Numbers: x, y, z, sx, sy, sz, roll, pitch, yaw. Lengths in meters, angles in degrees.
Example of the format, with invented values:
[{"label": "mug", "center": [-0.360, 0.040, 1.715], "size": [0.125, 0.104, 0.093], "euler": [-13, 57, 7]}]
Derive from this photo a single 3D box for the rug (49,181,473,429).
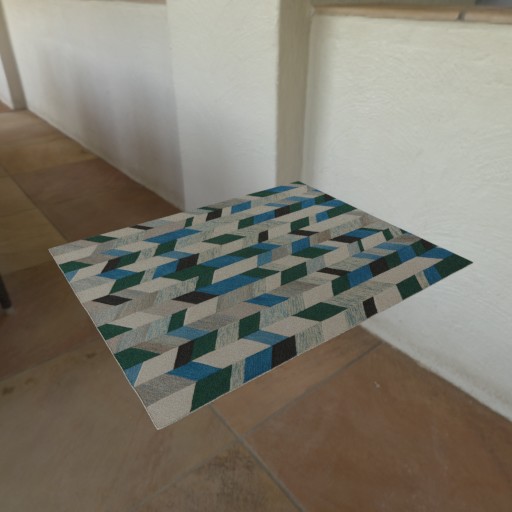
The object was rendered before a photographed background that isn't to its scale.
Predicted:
[{"label": "rug", "center": [0.000, 0.000, 4.039], "size": [3.036, 0.008, 2.440], "euler": [-20, 36, -30]}]
